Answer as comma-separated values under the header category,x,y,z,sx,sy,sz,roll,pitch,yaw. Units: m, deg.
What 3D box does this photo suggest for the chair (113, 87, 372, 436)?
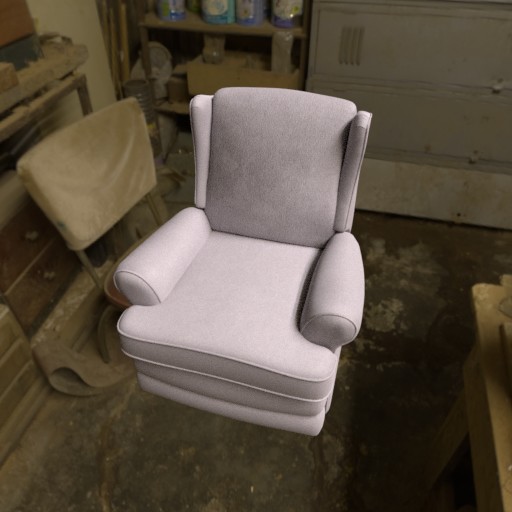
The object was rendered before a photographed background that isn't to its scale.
category,x,y,z,sx,sy,sz,roll,pitch,yaw
chair,0.000,0.000,1.717,0.847,1.011,0.969,11,42,12
